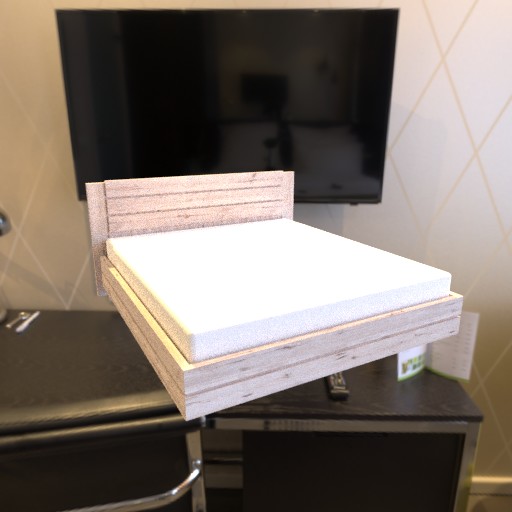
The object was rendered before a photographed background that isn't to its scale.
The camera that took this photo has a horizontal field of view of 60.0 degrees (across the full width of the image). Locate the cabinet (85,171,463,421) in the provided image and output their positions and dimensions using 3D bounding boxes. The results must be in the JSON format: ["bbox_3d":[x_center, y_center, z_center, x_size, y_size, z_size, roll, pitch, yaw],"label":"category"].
[{"bbox_3d":[0.000,0.000,3.221,1.950,0.970,2.080,-9,19,-27],"label":"cabinet"}]
